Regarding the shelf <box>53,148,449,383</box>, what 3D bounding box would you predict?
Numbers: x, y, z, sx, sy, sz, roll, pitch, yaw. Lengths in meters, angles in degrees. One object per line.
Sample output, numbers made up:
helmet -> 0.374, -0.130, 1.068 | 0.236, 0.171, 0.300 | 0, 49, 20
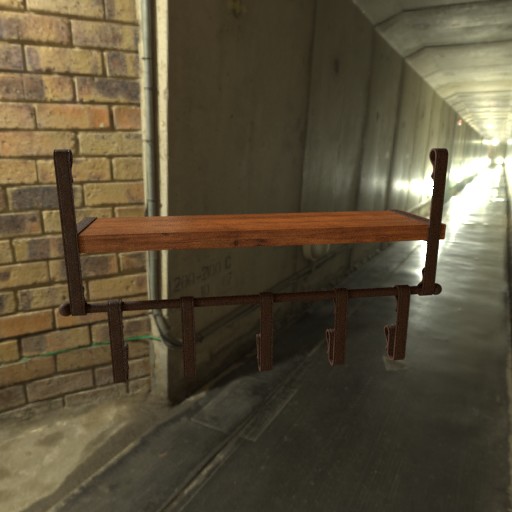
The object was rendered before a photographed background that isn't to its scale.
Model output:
shelf -> 0.000, 0.000, 0.698 | 0.567, 0.330, 0.146 | -2, 15, -9
